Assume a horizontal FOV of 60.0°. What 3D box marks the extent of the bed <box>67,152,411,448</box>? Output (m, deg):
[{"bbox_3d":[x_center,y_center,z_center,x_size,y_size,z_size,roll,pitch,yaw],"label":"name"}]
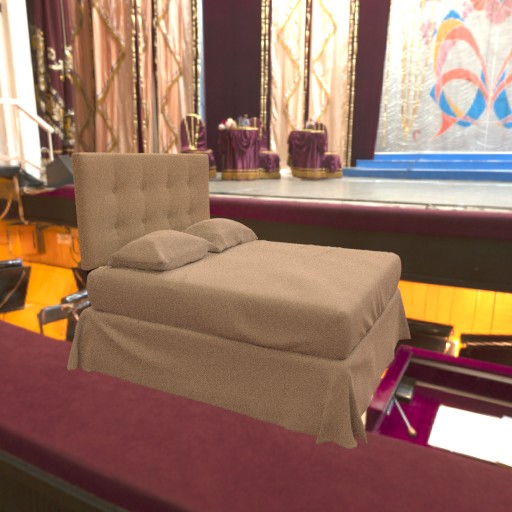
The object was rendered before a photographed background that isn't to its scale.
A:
[{"bbox_3d":[0.000,0.000,3.474,2.222,1.577,1.936,6,14,26],"label":"bed"}]
